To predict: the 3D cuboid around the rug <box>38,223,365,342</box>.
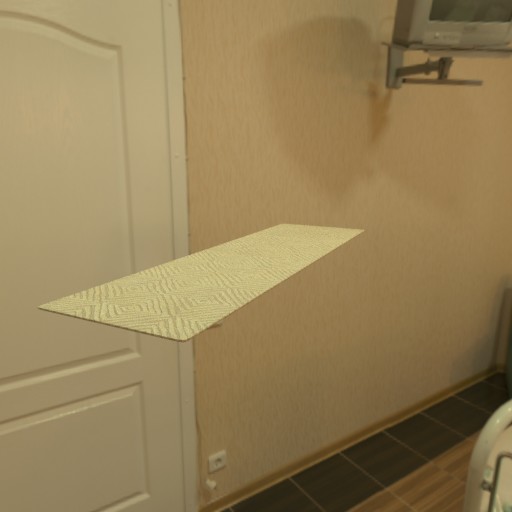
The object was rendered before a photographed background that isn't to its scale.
[{"bbox_3d":[0.000,0.000,2.492,0.676,0.008,2.277,7,15,26],"label":"rug"}]
